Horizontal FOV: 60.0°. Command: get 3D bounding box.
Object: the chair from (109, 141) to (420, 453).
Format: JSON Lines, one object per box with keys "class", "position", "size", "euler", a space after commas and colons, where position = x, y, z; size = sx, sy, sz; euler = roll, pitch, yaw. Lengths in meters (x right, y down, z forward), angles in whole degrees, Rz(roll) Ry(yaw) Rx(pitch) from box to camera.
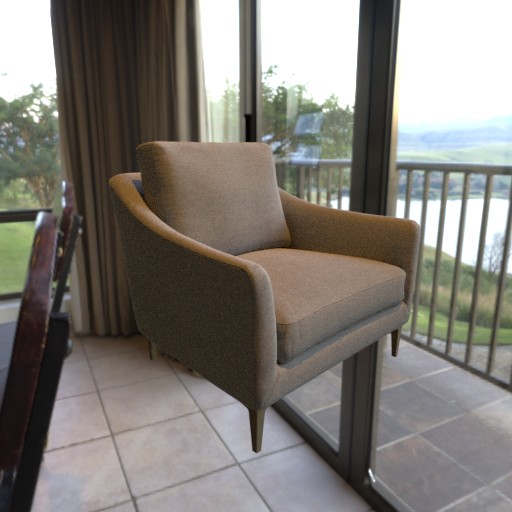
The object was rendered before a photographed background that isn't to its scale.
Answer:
{"class": "chair", "position": [0.000, 0.000, 1.799], "size": [0.961, 0.902, 0.986], "euler": [13, 19, 42]}
